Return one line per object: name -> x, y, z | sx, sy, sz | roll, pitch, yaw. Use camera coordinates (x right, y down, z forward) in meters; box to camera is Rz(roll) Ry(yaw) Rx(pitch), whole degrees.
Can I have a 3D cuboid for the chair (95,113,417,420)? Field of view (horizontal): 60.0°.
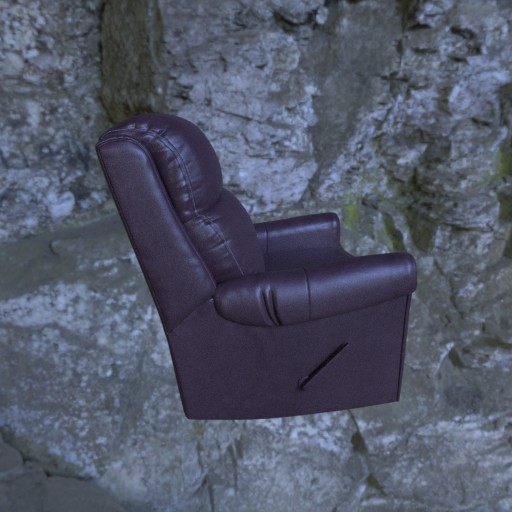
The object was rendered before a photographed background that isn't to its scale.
chair -> 0.000, 0.000, 1.737 | 1.014, 1.054, 0.838 | -3, 17, -9
